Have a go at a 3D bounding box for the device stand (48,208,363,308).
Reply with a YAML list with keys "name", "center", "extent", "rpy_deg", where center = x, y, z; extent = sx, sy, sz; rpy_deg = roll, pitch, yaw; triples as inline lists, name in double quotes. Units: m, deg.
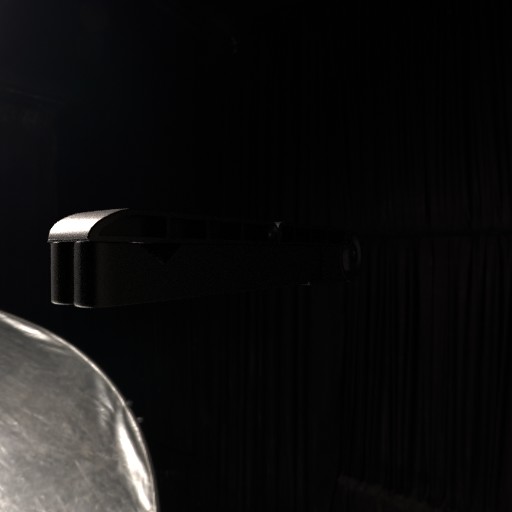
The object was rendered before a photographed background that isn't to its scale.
- name: "device stand"
  center: [0.000, 0.000, 0.197]
  extent: [0.026, 0.030, 0.179]
  rpy_deg: [0, 1, 37]
